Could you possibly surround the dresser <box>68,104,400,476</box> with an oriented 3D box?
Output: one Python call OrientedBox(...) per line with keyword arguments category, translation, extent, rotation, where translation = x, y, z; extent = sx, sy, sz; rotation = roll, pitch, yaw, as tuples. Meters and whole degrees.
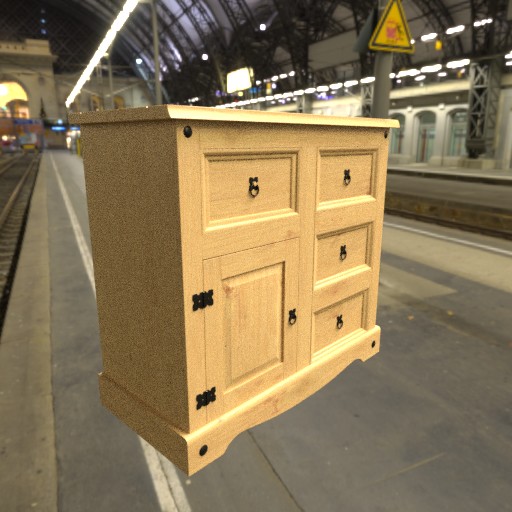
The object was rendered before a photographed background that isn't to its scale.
OrientedBox(category="dresser", translation=(0.000, 0.000, 1.397), extent=(0.440, 0.835, 0.915), rotation=(14, 20, 42))
